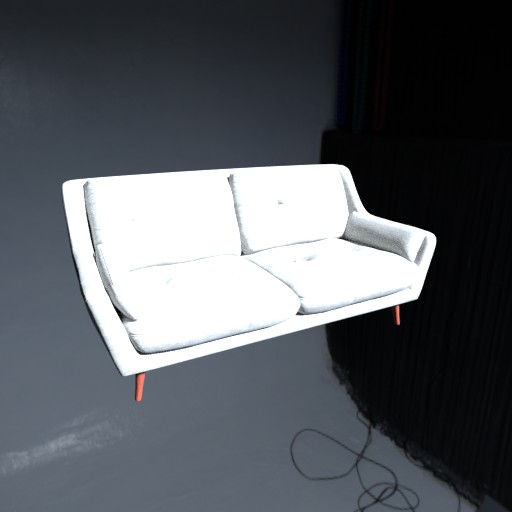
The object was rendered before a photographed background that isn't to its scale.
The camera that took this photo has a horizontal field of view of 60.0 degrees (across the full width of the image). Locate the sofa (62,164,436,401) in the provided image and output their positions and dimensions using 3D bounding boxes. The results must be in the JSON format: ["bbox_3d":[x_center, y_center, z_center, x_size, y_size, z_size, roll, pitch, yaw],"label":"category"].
[{"bbox_3d":[0.000,0.000,2.489,1.930,0.897,0.976,-9,20,-27],"label":"sofa"}]
